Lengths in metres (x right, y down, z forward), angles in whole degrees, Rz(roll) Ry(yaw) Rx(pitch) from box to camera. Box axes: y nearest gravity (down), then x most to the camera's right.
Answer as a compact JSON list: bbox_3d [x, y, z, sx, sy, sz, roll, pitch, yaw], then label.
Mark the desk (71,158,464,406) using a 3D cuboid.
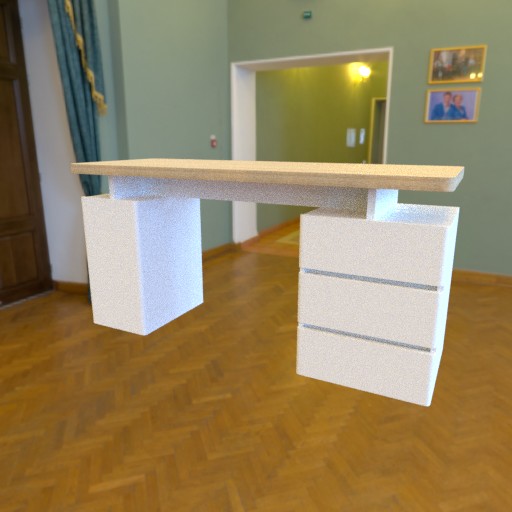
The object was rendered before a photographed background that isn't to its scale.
[{"bbox_3d":[0.000,0.000,1.873,1.500,0.755,0.550,7,17,26],"label":"desk"}]
